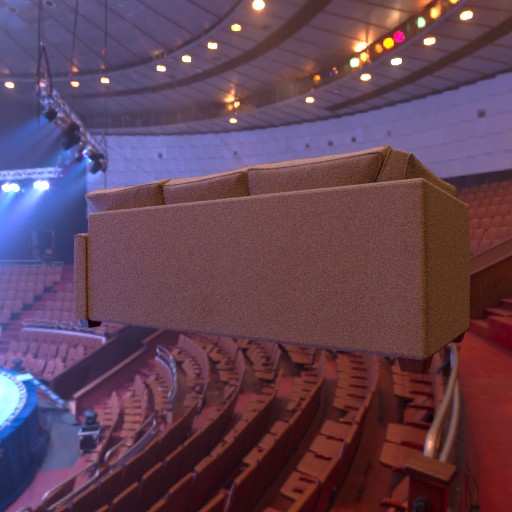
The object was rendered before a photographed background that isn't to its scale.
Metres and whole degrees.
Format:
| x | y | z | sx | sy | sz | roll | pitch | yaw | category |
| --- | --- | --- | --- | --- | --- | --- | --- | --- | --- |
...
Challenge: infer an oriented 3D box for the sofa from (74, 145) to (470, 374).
| x | y | z | sx | sy | sz | roll | pitch | yaw | category |
| --- | --- | --- | --- | --- | --- | --- | --- | --- | --- |
| 0.000 | 0.000 | 2.784 | 2.317 | 0.962 | 1.061 | -1 | -1 | 35 | sofa |
